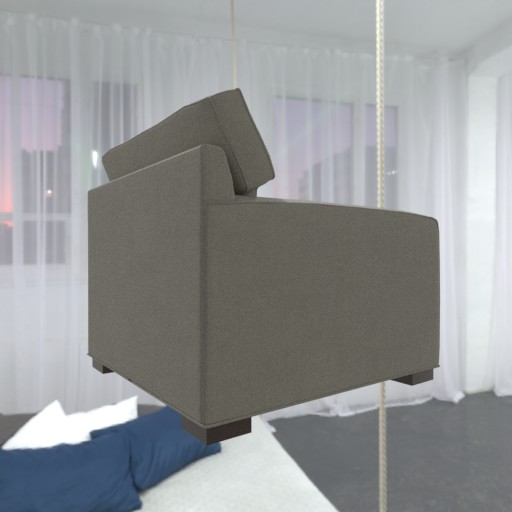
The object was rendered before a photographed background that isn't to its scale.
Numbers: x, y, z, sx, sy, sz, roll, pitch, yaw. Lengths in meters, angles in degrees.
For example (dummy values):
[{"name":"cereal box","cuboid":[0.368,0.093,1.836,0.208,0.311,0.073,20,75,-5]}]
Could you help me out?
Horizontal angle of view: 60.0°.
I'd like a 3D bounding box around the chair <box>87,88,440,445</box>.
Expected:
[{"name":"chair","cuboid":[0.000,0.000,1.777,1.044,0.934,0.999,0,0,-36]}]
